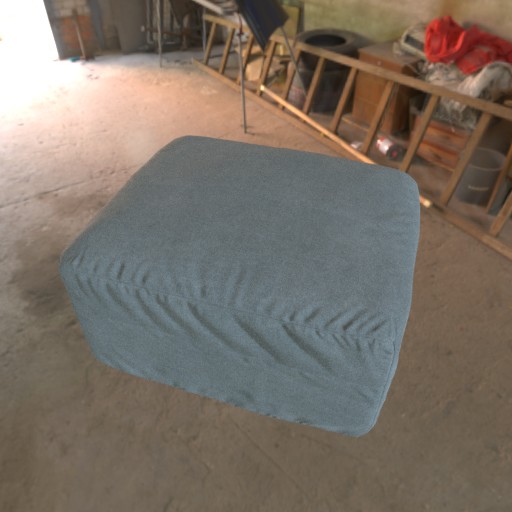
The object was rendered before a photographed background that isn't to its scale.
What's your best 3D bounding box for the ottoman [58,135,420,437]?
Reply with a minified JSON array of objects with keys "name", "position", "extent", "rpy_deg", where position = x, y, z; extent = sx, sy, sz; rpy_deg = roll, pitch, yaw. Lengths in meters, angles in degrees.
[{"name":"ottoman","position":[0.000,0.000,1.263],"extent":[0.837,0.481,0.683],"rpy_deg":[13,43,14]}]
